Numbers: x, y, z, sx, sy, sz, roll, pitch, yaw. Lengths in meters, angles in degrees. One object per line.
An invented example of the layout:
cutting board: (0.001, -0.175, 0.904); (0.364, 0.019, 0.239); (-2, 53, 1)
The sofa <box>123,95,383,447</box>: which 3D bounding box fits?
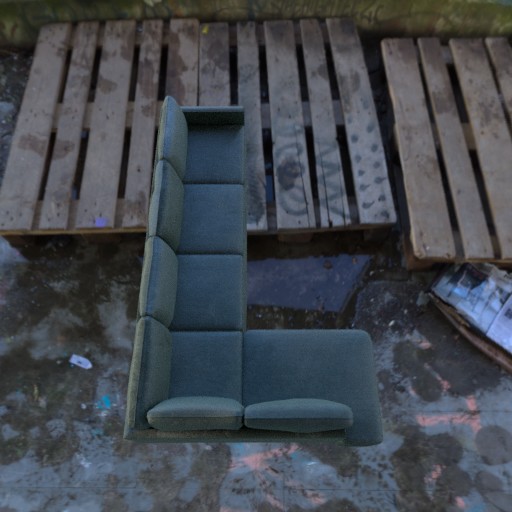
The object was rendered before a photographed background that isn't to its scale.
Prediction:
sofa: (0.000, 0.000, 4.296); (2.048, 0.996, 3.384); (0, 65, 0)
